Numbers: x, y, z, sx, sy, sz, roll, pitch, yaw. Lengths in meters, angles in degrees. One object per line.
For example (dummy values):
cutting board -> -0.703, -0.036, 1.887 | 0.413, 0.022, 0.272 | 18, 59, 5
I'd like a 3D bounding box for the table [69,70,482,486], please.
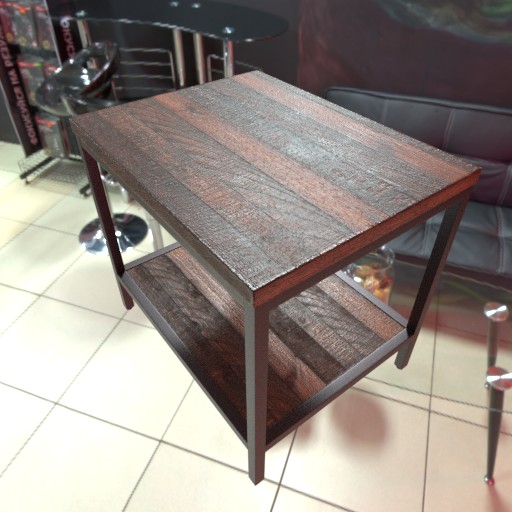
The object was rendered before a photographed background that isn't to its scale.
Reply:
table -> 0.000, 0.000, 1.091 | 0.524, 0.612, 0.678 | -26, 47, -27
